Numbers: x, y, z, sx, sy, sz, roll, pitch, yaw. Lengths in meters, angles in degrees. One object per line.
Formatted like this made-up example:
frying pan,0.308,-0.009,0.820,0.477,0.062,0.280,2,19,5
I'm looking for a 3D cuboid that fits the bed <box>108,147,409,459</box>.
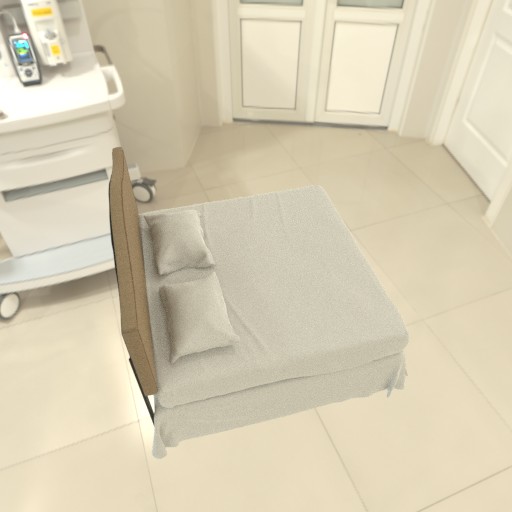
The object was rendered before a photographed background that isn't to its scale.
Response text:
bed,0.000,0.000,3.782,2.222,1.651,2.311,-10,46,-10
